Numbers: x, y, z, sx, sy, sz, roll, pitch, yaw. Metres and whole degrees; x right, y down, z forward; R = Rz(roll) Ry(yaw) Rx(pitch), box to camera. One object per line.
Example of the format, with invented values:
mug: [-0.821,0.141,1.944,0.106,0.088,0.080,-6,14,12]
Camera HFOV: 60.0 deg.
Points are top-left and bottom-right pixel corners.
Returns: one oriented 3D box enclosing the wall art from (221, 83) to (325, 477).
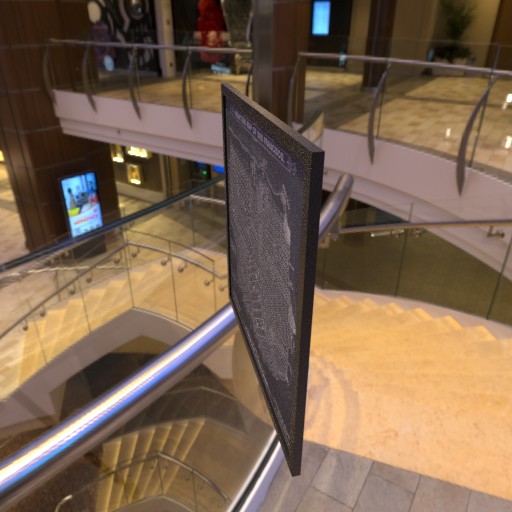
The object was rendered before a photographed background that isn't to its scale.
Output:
wall art: [0.000,0.000,1.240,0.022,0.807,0.807,-7,30,-12]
